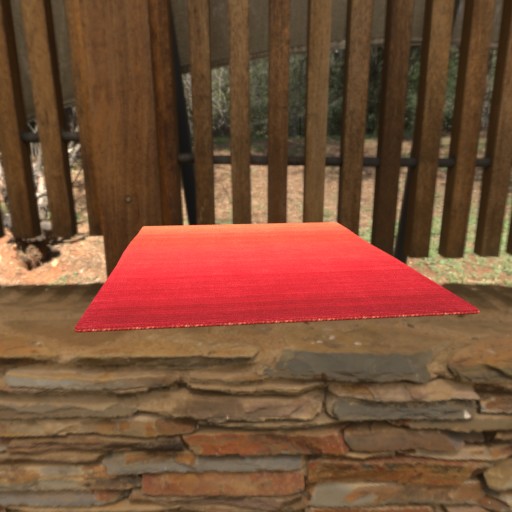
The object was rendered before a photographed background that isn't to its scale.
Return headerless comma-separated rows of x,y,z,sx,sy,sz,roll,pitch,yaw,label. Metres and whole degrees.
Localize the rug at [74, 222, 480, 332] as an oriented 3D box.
0.000,0.000,3.876,2.340,0.028,2.905,-2,15,-7,rug
